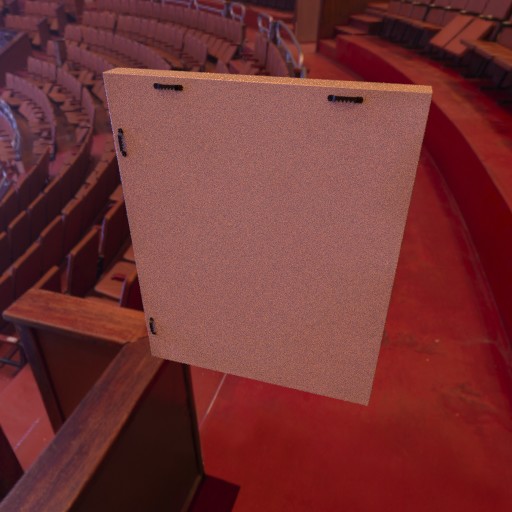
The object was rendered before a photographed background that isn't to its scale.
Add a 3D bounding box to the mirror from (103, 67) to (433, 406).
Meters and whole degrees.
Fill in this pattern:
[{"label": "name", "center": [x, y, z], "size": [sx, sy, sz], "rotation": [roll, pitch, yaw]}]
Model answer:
[{"label": "mirror", "center": [0.000, 0.000, 0.674], "size": [0.406, 0.509, 0.041], "rotation": [9, 34, 14]}]
